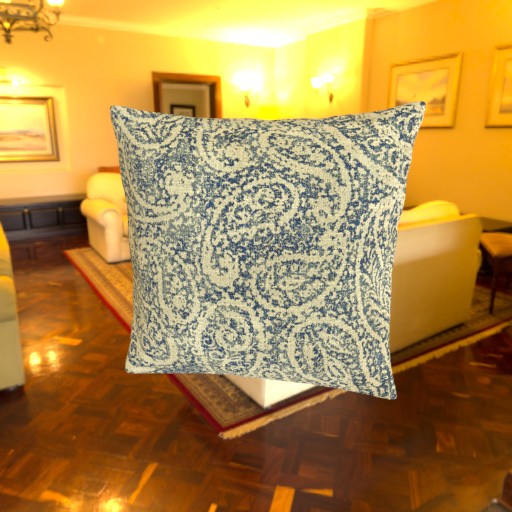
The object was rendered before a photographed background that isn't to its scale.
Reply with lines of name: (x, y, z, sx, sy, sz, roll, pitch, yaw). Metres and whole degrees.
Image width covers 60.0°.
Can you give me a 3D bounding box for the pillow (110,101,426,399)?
pillow: (0.000, 0.000, 0.780, 0.523, 0.510, 0.166, 3, 16, 9)
